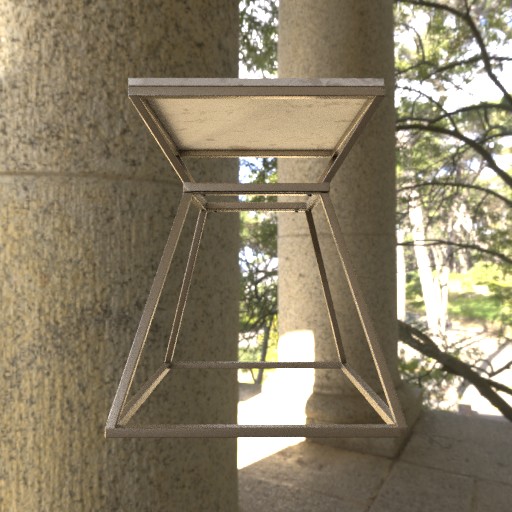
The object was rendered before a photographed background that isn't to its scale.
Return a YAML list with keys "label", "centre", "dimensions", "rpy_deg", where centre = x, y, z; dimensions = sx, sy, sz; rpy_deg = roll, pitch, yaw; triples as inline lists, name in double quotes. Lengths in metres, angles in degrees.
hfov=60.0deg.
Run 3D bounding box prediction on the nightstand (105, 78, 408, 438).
- label: "nightstand"
  centre: [0.000, 0.000, 0.896]
  dimensions: [0.455, 0.554, 0.455]
  rpy_deg: [0, -1, 0]
